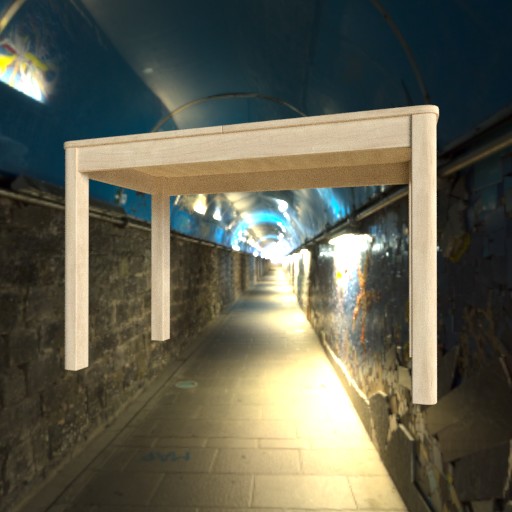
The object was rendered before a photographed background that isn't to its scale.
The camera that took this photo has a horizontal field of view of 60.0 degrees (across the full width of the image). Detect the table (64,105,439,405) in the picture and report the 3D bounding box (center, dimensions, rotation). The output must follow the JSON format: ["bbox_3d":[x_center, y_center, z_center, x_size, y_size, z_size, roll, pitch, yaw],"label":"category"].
[{"bbox_3d":[0.000,0.000,1.889,1.400,0.900,0.750,0,0,18],"label":"table"}]
